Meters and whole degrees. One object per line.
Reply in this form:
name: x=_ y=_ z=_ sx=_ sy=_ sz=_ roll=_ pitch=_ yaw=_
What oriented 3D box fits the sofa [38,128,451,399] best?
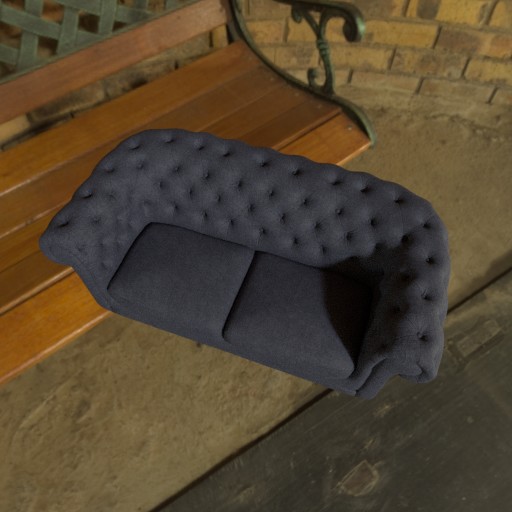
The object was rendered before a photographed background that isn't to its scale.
sofa: x=0.000 y=0.000 z=2.538 sx=1.988 sy=0.833 sz=1.082 roll=17 pitch=59 yaw=11
